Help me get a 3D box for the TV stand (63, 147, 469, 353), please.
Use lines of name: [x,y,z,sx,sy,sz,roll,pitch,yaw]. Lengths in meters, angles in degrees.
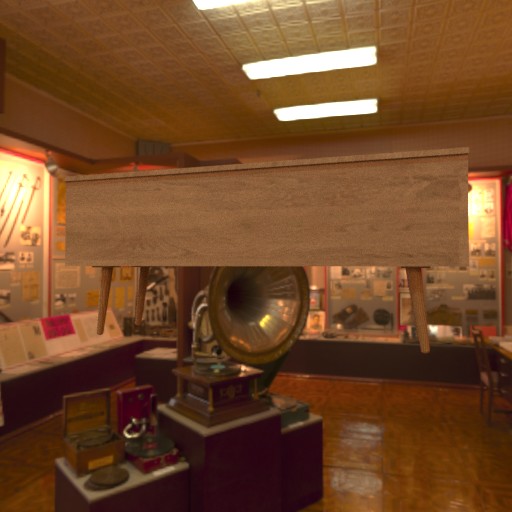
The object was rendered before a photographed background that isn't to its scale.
TV stand: [0.000,0.000,1.557,1.313,0.565,0.401,0,-1,18]
